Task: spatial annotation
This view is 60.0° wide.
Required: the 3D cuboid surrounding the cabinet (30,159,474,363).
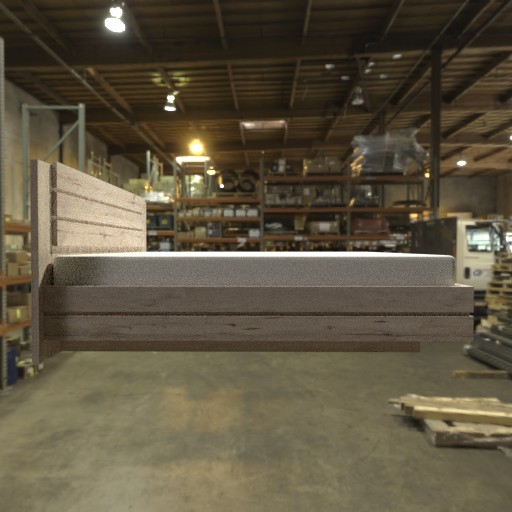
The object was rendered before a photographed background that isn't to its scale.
[{"bbox_3d":[0.000,0.000,3.032,2.080,0.970,1.950,0,1,1],"label":"cabinet"}]
